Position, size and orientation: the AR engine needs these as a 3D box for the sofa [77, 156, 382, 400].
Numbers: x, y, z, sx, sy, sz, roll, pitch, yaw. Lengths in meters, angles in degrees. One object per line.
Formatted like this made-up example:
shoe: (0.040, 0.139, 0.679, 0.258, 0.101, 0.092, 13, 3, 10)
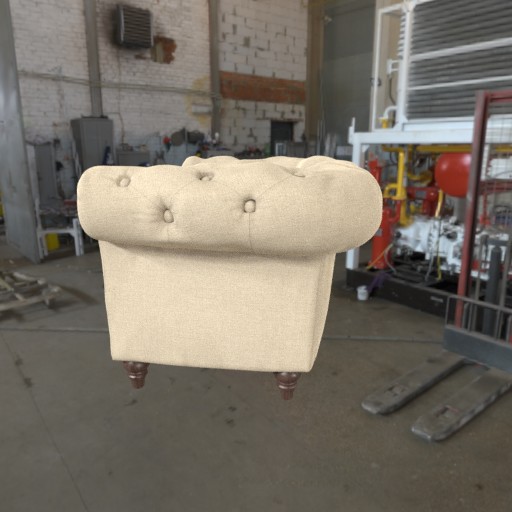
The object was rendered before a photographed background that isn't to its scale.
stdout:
sofa: (0.000, 0.000, 2.017, 1.034, 0.878, 1.405, 2, 14, 7)
